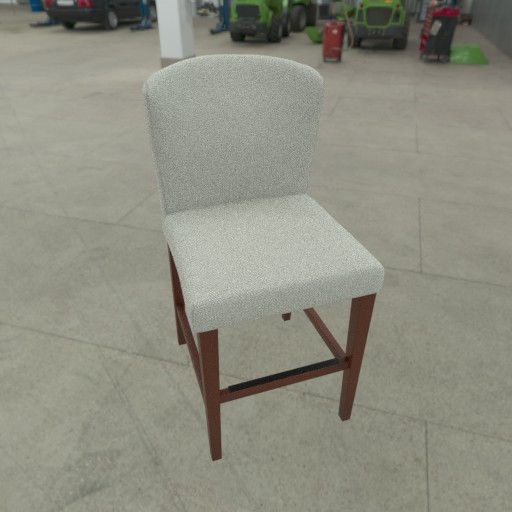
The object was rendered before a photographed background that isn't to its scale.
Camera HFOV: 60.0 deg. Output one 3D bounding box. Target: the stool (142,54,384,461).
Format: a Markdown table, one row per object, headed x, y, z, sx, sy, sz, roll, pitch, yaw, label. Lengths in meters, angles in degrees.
| x | y | z | sx | sy | sz | roll | pitch | yaw | label |
| --- | --- | --- | --- | --- | --- | --- | --- | --- | --- |
| 0.000 | 0.000 | 1.243 | 0.481 | 0.969 | 0.568 | -10 | 34 | -16 | stool |
